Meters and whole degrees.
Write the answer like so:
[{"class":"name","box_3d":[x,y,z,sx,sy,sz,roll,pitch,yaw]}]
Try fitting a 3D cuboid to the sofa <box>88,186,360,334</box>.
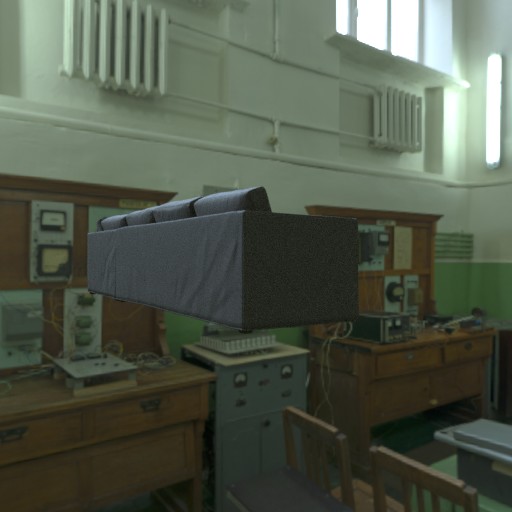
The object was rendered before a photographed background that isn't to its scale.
[{"class":"sofa","box_3d":[0.000,0.000,4.393,2.432,0.871,3.182,0,0,-36]}]
